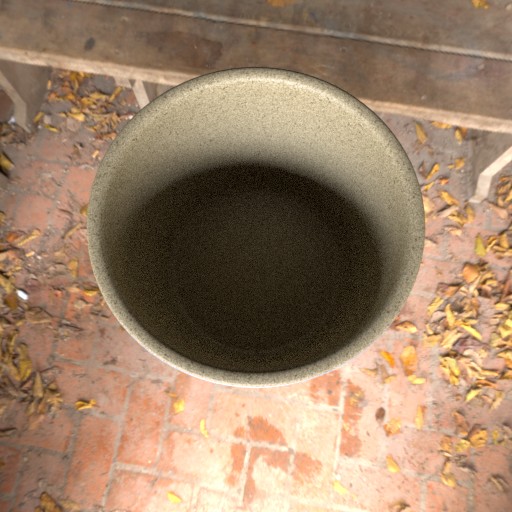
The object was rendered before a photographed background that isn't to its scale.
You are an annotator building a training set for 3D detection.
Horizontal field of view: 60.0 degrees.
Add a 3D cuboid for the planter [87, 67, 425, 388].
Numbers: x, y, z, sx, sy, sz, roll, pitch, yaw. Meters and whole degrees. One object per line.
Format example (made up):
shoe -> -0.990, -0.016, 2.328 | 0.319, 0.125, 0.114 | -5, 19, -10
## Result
planter -> 0.000, 0.000, 0.410 | 0.227, 0.235, 0.227 | 0, 75, 0
